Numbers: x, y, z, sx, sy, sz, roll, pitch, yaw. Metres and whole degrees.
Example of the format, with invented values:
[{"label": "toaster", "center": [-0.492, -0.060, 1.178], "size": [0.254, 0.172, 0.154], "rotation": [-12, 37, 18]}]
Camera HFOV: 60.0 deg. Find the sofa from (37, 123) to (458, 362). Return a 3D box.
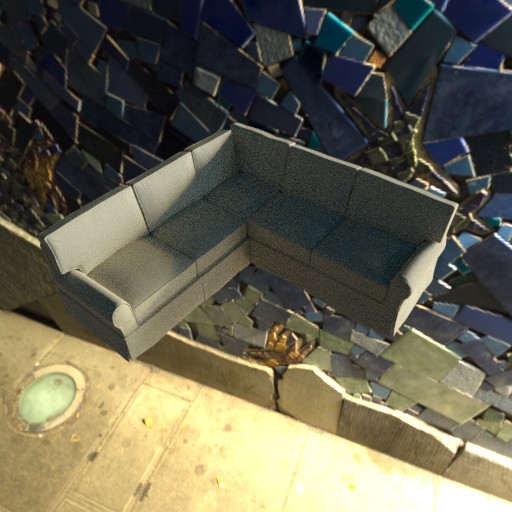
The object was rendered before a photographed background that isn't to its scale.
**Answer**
[{"label": "sofa", "center": [0.000, 0.000, 3.982], "size": [2.597, 1.070, 2.591], "rotation": [28, 49, 27]}]
